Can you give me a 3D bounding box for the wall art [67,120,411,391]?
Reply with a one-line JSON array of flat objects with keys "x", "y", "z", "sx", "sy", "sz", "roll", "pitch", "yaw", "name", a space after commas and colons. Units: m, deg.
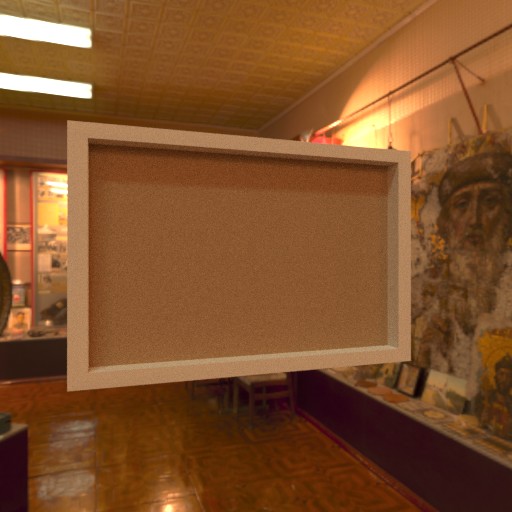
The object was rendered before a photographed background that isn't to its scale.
[{"x": 0.000, "y": 0.000, "z": 0.492, "sx": 0.384, "sy": 0.254, "sz": 0.039, "roll": 0, "pitch": 0, "yaw": -18, "name": "wall art"}]
